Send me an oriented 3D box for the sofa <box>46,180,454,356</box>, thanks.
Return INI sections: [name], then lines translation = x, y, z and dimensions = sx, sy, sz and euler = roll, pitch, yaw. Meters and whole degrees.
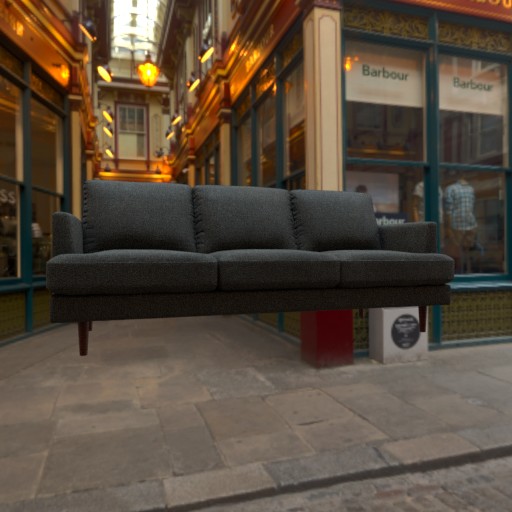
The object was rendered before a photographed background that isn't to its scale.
[sofa]
translation = 0.000, 0.000, 2.711
dimensions = 2.246, 0.930, 0.903
euler = 0, 0, -19
